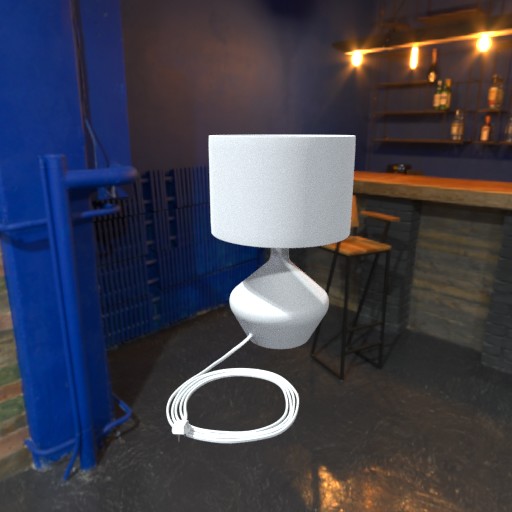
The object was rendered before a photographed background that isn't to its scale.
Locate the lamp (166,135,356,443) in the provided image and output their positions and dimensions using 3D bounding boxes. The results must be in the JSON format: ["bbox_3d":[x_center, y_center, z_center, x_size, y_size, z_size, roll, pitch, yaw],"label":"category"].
[{"bbox_3d":[0.000,0.000,0.877,0.546,0.457,0.401,-15,22,-42],"label":"lamp"}]
